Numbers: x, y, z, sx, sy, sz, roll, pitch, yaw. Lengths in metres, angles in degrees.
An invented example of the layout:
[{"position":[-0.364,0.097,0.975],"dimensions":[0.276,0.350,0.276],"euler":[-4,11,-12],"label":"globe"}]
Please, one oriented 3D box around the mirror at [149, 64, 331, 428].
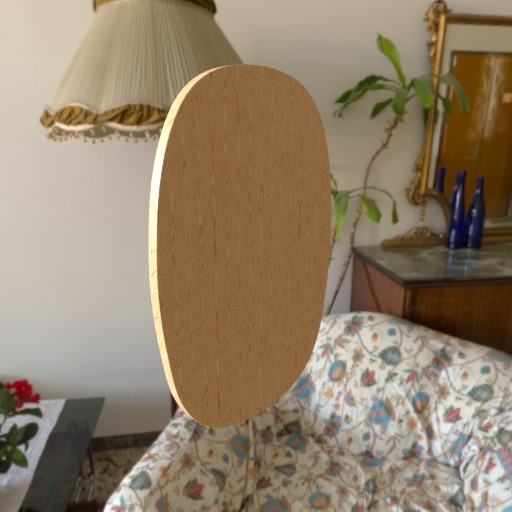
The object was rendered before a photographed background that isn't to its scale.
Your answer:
[{"position":[0.000,0.000,1.351],"dimensions":[0.037,1.075,0.724],"euler":[14,21,43],"label":"mirror"}]
